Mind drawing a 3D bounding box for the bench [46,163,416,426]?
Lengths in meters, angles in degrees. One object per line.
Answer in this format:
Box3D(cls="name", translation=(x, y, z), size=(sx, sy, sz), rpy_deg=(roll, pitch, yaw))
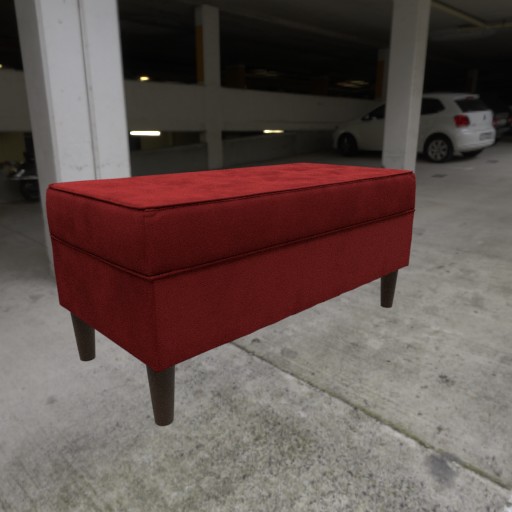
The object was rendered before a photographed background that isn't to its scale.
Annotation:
Box3D(cls="bench", translation=(0.000, 0.000, 1.318), size=(1.016, 0.471, 0.492), rpy_deg=(-15, 22, -42))
